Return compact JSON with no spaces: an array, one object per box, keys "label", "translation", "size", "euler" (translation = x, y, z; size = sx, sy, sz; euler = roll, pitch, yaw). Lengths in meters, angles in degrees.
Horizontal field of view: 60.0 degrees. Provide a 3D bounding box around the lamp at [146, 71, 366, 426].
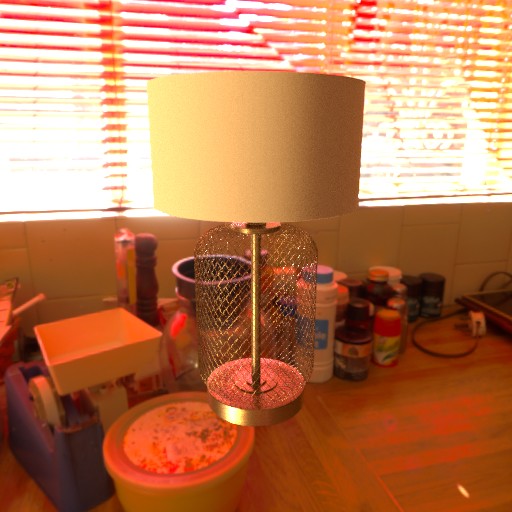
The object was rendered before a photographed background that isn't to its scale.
[{"label":"lamp","translation":[0.000,0.000,0.803],"size":[0.353,0.578,0.353],"euler":[0,15,0]}]
